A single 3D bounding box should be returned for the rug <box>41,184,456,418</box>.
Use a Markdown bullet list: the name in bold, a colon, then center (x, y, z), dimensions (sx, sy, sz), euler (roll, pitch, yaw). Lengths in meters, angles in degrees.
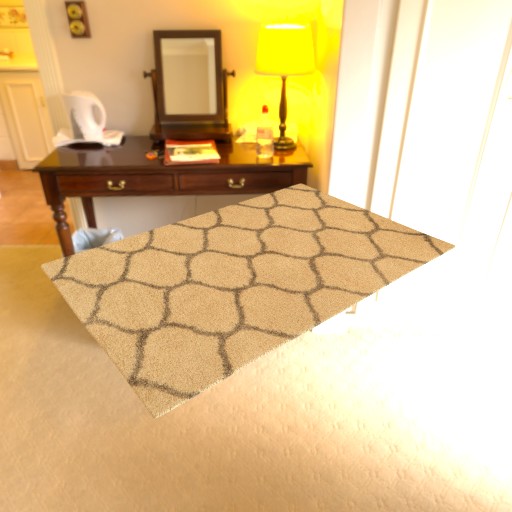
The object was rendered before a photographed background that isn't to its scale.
- **rug**: center (0.000, 0.000, 3.440), dimensions (2.701, 0.026, 1.801), euler (-22, 37, -33)
